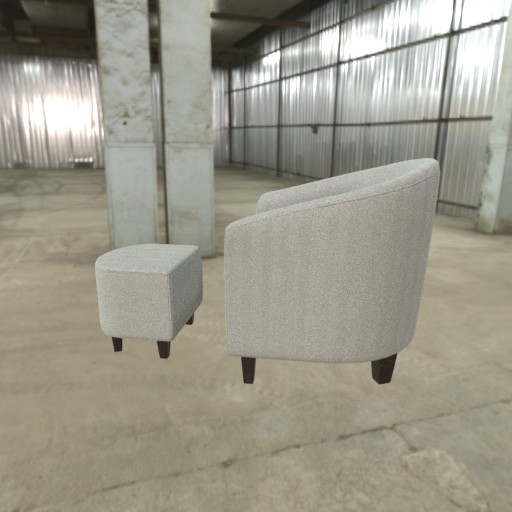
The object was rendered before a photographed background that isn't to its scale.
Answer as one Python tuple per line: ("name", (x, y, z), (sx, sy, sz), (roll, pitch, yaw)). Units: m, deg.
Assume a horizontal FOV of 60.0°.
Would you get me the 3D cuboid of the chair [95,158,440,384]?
("chair", (0.000, 0.000, 1.739), (1.288, 0.757, 0.756), (2, 15, 8))
